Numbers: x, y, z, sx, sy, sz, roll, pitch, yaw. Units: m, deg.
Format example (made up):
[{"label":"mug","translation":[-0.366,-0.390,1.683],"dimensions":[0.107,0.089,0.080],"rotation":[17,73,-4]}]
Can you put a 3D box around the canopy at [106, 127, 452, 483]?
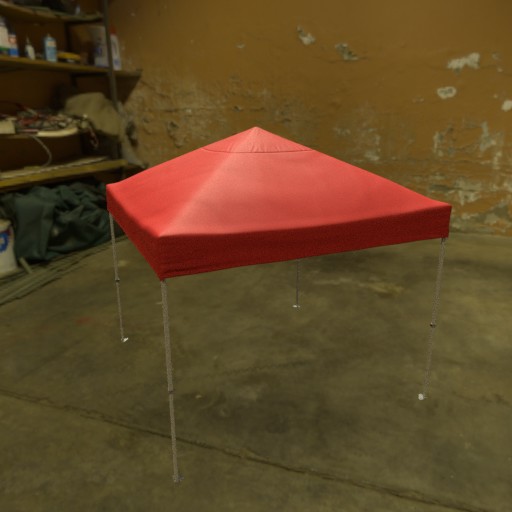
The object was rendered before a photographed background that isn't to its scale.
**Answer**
[{"label":"canopy","translation":[0.000,0.000,5.354],"dimensions":[2.998,2.997,2.996],"rotation":[-8,19,-24]}]
